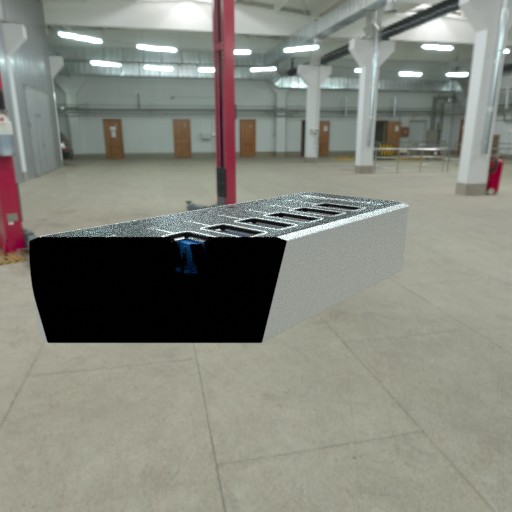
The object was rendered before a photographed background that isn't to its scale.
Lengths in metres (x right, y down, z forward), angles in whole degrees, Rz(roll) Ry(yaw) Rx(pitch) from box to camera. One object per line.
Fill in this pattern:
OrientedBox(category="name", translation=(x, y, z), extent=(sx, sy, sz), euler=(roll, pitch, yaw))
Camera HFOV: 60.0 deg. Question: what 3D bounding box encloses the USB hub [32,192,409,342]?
OrientedBox(category="USB hub", translation=(0.000, 0.000, 0.127), extent=(0.044, 0.023, 0.110), euler=(14, 21, 40))
